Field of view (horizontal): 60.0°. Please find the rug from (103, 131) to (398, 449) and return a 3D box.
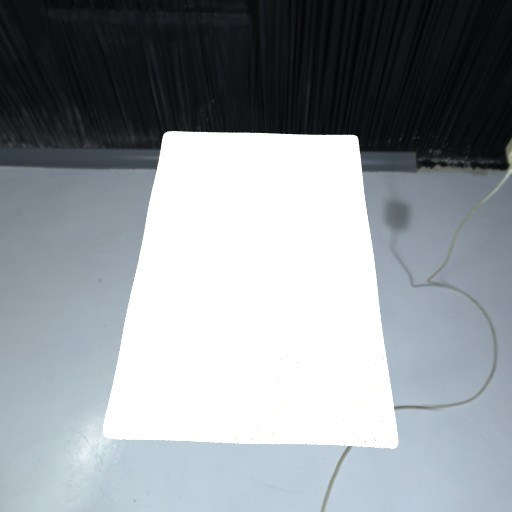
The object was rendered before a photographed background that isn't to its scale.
[{"bbox_3d":[0.000,0.000,3.404,1.798,0.025,2.698,1,57,1],"label":"rug"}]
